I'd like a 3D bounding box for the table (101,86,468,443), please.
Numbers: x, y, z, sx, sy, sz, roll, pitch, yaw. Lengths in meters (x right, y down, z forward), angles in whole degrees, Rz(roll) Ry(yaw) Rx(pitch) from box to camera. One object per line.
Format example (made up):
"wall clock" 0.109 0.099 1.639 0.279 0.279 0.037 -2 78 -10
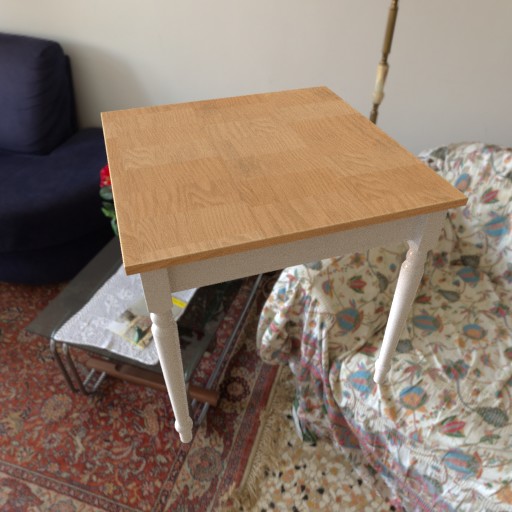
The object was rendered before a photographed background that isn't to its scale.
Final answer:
"table" 0.000 0.000 1.400 0.747 0.738 0.747 -12 42 -14
